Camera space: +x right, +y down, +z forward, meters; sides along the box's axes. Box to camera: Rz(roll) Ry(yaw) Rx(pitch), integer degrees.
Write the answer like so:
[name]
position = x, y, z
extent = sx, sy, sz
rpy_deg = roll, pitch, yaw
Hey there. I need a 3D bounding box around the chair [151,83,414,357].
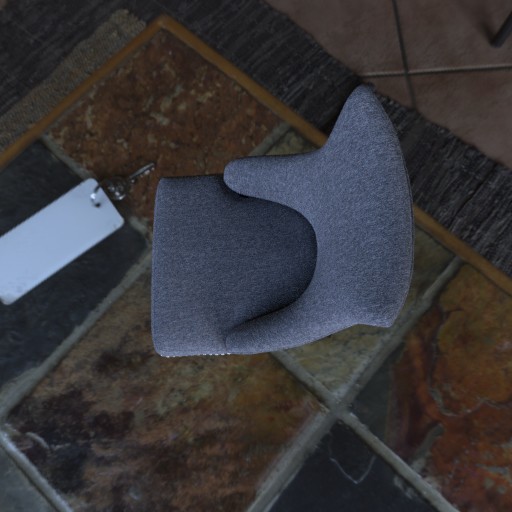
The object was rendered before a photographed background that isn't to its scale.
[chair]
position = 0.000, 0.000, 1.300
extent = 0.629, 0.909, 0.566
rpy_deg = -2, 76, 0
